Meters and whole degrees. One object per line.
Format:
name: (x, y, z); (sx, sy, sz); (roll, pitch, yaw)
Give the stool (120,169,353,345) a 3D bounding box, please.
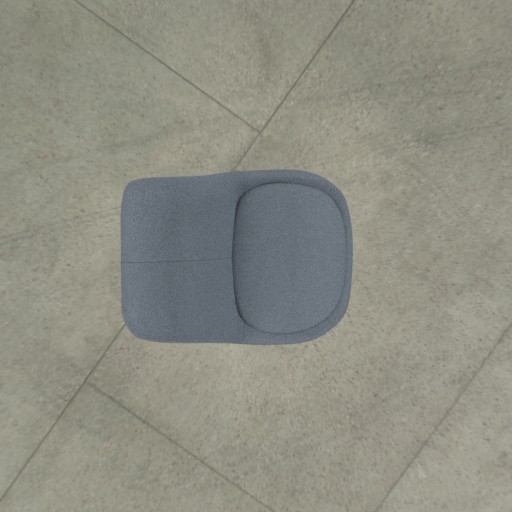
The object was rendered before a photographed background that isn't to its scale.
stool: (0.000, 0.000, 1.416); (0.550, 1.115, 0.485); (0, 91, -1)
